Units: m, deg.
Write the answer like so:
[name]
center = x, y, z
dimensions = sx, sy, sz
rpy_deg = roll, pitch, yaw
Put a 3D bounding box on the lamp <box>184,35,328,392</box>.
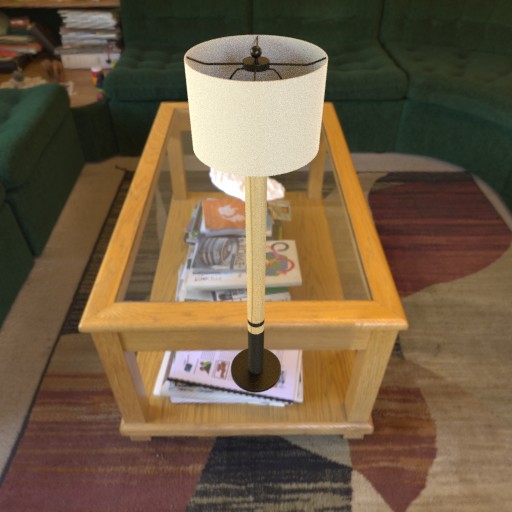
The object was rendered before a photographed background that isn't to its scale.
[lamp]
center = 0.000, 0.000, 1.656
dimensions = 0.381, 1.478, 0.381
rpy_deg = -12, 43, -13
